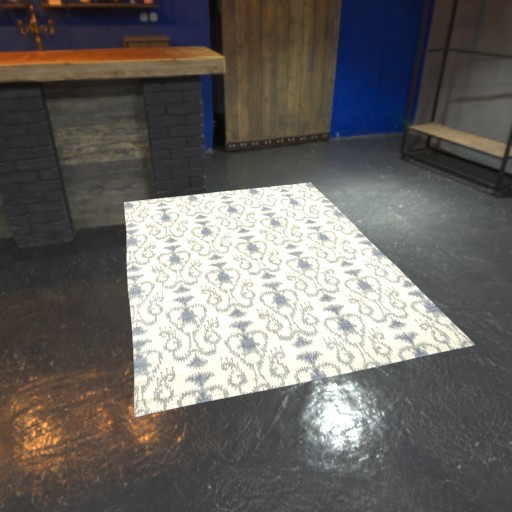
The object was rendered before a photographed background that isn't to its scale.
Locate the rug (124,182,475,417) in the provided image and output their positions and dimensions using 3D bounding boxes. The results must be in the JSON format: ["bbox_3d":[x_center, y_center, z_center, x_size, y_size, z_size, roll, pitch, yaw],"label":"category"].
[{"bbox_3d":[0.000,0.000,2.972,1.676,0.013,2.261,-8,32,-13],"label":"rug"}]
